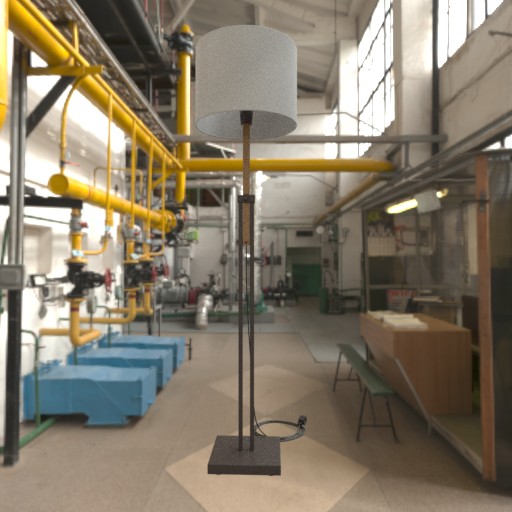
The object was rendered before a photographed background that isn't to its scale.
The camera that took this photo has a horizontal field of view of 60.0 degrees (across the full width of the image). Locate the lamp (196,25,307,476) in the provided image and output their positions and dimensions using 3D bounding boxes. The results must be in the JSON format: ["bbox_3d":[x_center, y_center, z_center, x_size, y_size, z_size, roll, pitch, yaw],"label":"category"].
[{"bbox_3d":[0.000,0.000,1.899,0.474,1.650,0.639,0,0,2],"label":"lamp"}]
